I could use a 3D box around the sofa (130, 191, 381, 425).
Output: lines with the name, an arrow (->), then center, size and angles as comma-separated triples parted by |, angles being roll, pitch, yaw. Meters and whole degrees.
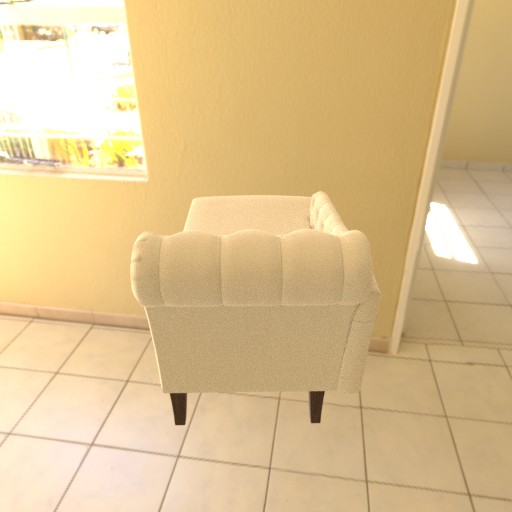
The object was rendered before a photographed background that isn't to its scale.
sofa -> 0.000, 0.000, 1.816 | 0.675, 0.787, 1.379 | -1, 29, -1
